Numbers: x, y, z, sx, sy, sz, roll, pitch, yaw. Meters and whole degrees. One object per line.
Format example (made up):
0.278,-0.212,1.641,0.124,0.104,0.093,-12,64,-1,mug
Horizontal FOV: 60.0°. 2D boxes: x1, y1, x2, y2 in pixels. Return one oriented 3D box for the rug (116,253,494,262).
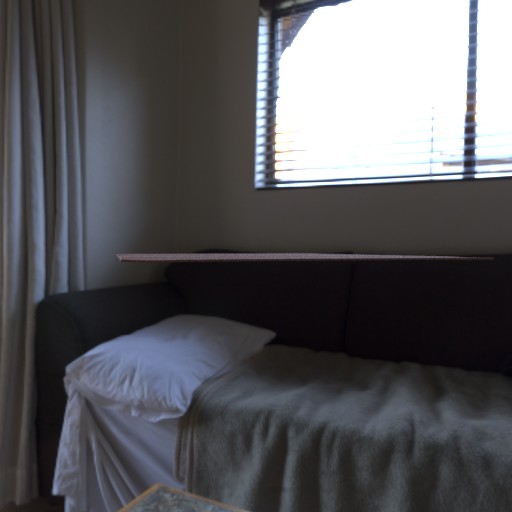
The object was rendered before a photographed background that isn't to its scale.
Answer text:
0.000,0.000,4.139,2.479,0.023,3.092,0,1,-18,rug
